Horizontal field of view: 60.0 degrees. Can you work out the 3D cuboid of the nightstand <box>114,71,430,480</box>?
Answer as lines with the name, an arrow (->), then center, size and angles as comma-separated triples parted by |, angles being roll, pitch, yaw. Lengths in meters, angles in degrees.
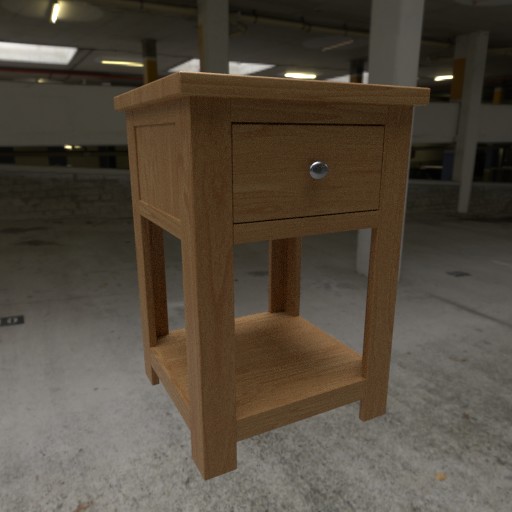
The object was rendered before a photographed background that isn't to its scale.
nightstand -> 0.000, 0.000, 0.886 | 0.428, 0.614, 0.418 | -8, 17, -27
